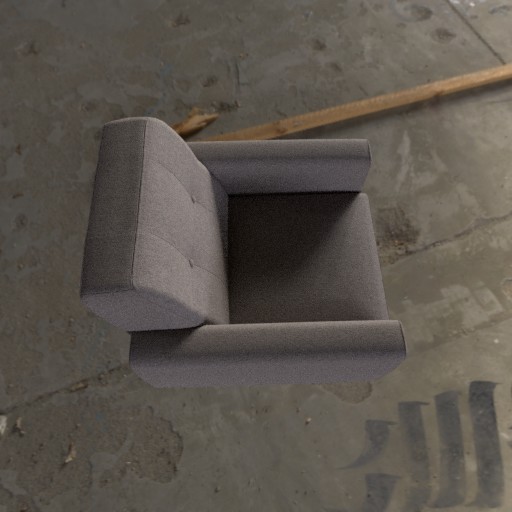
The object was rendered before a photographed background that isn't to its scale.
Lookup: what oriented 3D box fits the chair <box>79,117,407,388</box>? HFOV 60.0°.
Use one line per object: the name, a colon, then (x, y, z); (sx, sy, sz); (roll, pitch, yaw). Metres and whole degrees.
chair: (0.000, 0.000, 1.572); (0.907, 0.839, 0.831); (-2, 65, -1)
